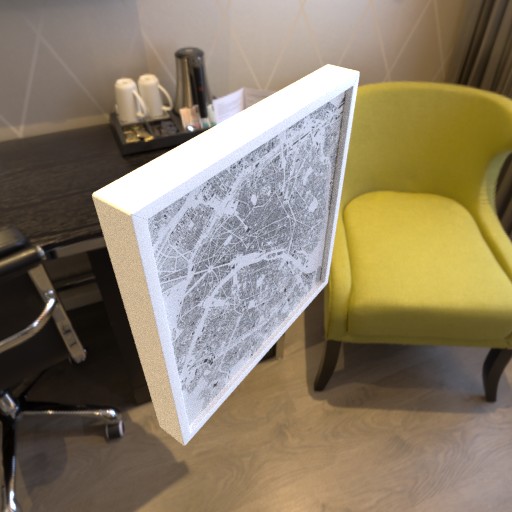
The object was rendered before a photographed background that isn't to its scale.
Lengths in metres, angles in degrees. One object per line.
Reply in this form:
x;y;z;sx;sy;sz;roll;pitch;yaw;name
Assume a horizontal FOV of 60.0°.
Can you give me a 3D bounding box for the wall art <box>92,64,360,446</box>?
0.000;0.000;0.468;0.038;0.305;0.305;26;48;26;wall art
